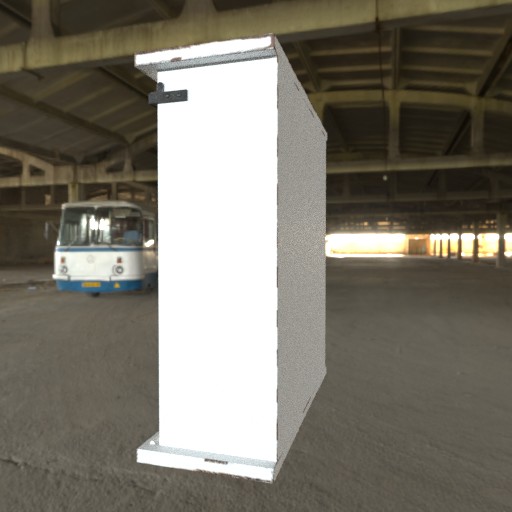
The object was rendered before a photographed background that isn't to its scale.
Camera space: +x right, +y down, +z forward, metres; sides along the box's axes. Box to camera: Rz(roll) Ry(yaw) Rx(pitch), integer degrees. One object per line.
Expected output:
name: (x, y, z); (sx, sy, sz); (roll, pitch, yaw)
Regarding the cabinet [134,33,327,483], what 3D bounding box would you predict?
cabinet: (0.000, 0.000, 0.881); (0.210, 0.603, 0.541); (0, 1, 16)
